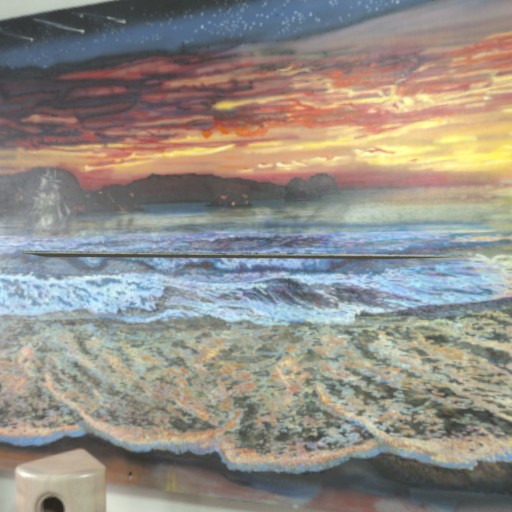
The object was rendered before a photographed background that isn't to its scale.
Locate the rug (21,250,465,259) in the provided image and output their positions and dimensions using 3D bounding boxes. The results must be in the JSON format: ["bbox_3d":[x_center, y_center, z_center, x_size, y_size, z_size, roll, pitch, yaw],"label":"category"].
[{"bbox_3d":[0.000,0.000,2.700,2.434,0.013,0.770,0,-2,-18],"label":"rug"}]
